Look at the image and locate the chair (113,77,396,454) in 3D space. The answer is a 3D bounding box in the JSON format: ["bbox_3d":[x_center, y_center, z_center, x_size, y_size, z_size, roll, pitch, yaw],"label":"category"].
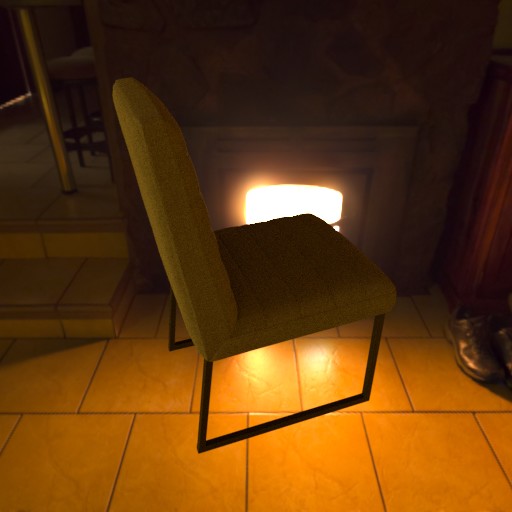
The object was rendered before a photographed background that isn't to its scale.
[{"bbox_3d":[0.000,0.000,1.271,0.634,0.930,0.520,-10,32,-17],"label":"chair"}]
